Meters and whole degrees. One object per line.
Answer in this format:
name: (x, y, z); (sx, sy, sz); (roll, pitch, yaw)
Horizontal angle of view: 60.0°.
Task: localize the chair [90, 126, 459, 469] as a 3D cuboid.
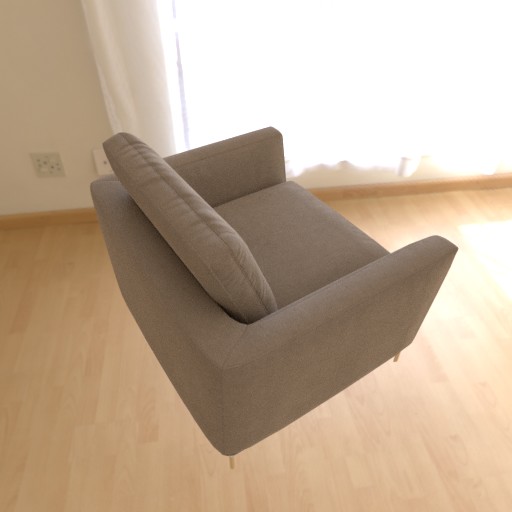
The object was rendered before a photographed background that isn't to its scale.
chair: (0.000, 0.000, 1.644); (0.889, 0.864, 1.041); (-24, 47, -24)
